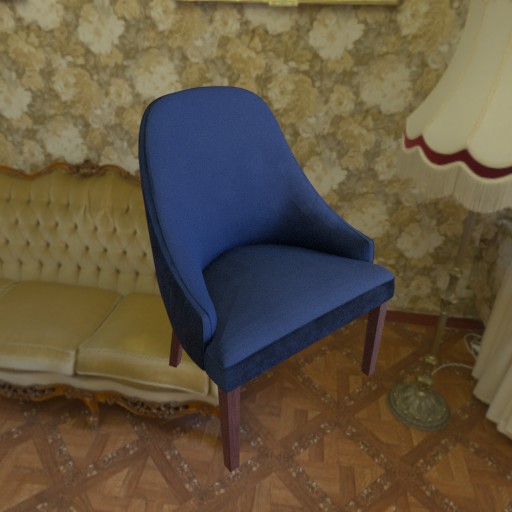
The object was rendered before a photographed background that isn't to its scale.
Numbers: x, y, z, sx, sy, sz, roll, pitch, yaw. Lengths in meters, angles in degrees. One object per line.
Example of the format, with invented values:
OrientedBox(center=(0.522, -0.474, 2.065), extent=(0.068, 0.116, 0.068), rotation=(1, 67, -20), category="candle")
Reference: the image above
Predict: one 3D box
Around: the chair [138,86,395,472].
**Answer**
OrientedBox(center=(0.000, 0.000, 1.320), extent=(0.643, 0.889, 0.575), rotation=(-21, 36, -33), category="chair")
